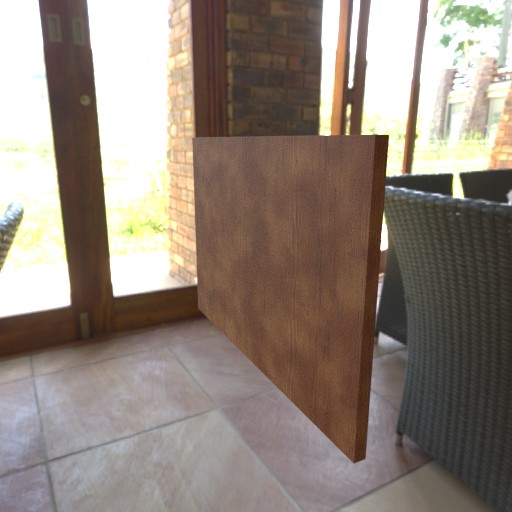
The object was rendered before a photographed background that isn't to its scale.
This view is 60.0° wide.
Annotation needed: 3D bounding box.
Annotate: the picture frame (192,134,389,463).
[{"bbox_3d":[0.000,0.000,1.230,0.029,0.640,0.950,-7,16,-25],"label":"picture frame"}]
